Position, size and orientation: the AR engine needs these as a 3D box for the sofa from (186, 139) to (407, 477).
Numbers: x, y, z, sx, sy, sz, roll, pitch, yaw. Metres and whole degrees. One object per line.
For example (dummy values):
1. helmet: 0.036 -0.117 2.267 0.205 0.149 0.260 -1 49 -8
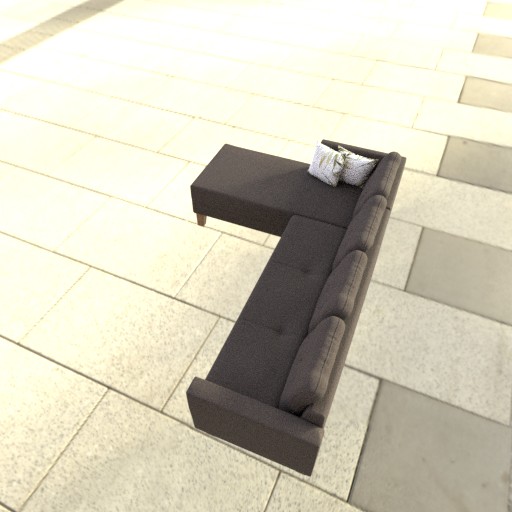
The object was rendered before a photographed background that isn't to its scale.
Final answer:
1. sofa: 0.000 0.000 3.570 1.829 0.932 2.679 17 49 15
